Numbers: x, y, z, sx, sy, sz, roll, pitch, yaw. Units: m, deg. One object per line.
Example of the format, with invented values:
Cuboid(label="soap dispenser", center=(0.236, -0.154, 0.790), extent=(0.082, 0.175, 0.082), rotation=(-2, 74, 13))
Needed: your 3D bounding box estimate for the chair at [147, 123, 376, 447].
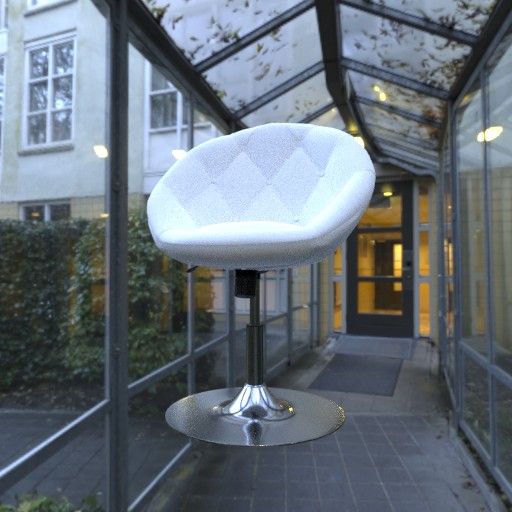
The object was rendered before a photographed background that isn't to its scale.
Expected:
Cuboid(label="chair", center=(0.000, 0.000, 1.800), extent=(0.940, 1.261, 0.736), rotation=(0, -1, 17))
